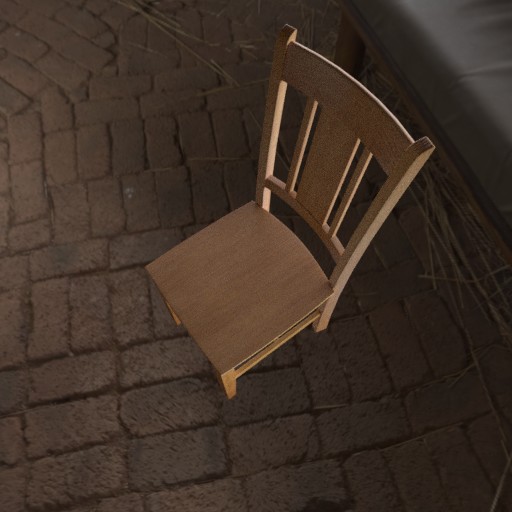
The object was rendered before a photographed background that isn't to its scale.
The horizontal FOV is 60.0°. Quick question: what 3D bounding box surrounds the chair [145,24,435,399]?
[{"bbox_3d":[0.000,0.000,1.289,0.556,0.998,0.450,-34,67,-16],"label":"chair"}]
